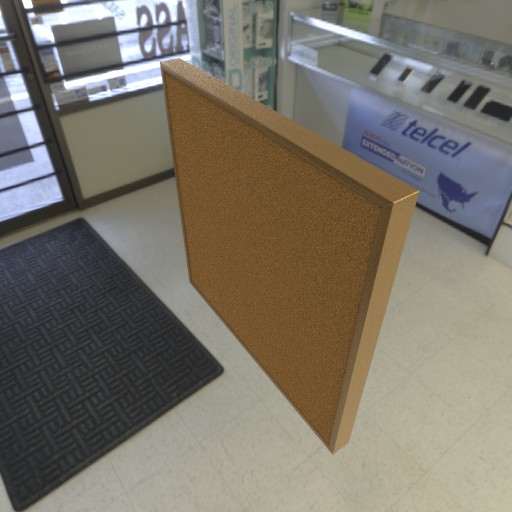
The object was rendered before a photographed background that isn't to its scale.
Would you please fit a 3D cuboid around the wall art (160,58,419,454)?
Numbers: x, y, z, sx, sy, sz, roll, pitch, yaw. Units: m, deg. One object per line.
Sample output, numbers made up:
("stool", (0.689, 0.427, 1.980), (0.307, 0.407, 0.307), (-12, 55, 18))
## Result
("wall art", (0.000, 0.000, 0.744), (0.037, 0.505, 0.505), (-24, 46, -26))
